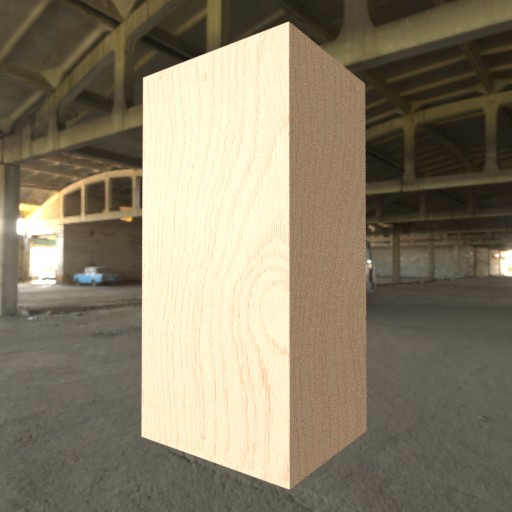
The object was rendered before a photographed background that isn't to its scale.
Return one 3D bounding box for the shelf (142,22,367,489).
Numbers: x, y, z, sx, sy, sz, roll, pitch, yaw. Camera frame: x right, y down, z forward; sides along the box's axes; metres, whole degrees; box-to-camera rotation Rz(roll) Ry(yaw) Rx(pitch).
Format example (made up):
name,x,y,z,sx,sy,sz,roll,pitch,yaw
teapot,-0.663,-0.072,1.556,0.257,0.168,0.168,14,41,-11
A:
name,x,y,z,sx,sy,sz,roll,pitch,yaw
shelf,0.000,0.000,0.753,0.290,0.600,0.250,-1,-1,37
